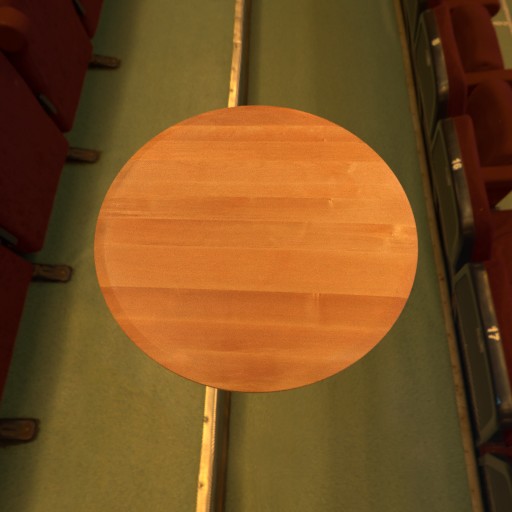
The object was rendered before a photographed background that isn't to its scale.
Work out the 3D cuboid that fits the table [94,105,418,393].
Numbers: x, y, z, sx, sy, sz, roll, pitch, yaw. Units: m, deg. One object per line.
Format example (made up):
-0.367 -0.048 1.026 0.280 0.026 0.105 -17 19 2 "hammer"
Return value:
0.000 0.000 1.421 0.900 0.400 0.900 0 65 0 "table"
